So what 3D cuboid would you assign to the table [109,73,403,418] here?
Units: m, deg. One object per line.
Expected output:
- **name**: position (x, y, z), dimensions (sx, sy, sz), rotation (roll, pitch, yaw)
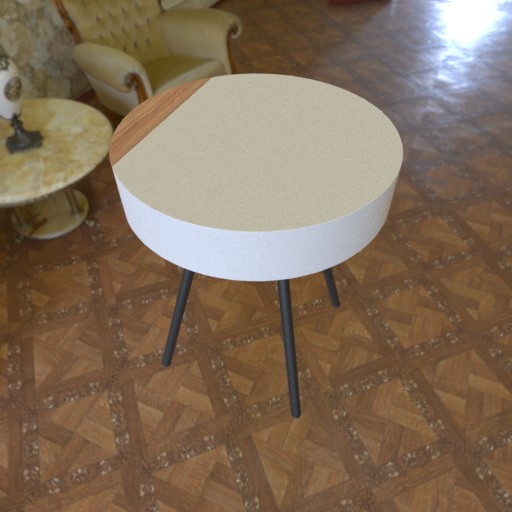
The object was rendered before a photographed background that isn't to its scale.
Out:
- **table**: position (0.000, 0.000, 0.858), dimensions (0.450, 0.525, 0.450), rotation (0, 46, 0)
